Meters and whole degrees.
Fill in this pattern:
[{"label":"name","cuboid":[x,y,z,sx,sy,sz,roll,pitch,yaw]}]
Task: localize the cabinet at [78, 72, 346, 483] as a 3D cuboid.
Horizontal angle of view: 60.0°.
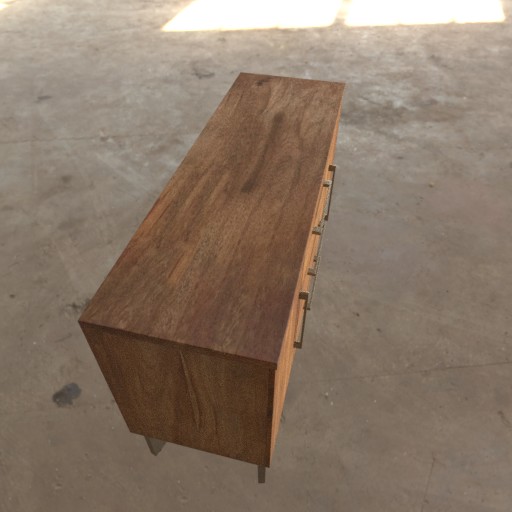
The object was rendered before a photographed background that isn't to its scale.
[{"label":"cabinet","cuboid":[0.000,0.000,1.703,0.480,0.812,1.373,10,46,10]}]
